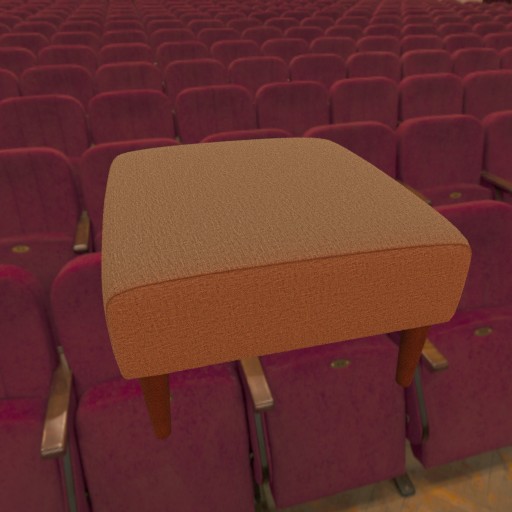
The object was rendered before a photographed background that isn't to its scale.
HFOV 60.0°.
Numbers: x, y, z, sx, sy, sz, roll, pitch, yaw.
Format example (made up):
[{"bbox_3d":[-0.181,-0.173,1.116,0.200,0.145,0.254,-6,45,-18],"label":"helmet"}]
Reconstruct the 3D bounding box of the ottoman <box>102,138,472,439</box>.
[{"bbox_3d":[0.000,0.000,1.039,0.649,0.398,0.650,-8,31,-13],"label":"ottoman"}]
